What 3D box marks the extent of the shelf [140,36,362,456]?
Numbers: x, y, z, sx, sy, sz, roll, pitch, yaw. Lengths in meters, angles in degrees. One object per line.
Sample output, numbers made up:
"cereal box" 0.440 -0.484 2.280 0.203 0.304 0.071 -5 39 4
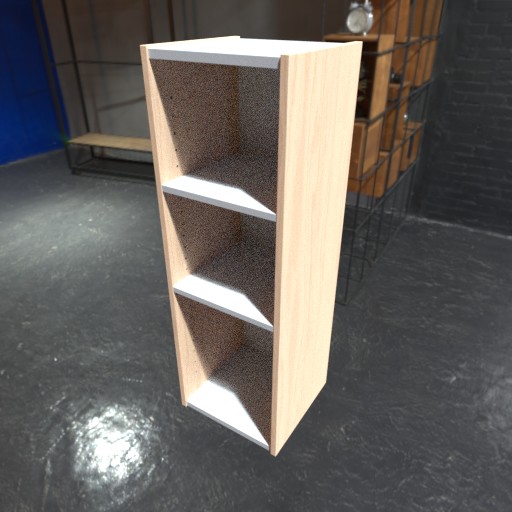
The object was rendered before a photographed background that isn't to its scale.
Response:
"shelf" 0.000 0.000 1.038 0.300 0.900 0.290 18 34 28
